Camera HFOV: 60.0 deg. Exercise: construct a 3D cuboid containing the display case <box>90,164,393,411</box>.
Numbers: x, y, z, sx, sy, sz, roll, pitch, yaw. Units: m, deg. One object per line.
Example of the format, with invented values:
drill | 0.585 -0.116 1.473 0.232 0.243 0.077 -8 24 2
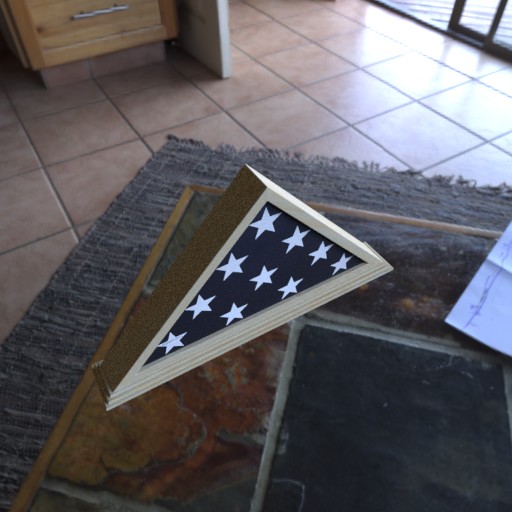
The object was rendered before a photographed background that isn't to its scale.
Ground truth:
display case | 0.000 0.000 0.767 0.640 0.340 0.095 -23 51 -20
